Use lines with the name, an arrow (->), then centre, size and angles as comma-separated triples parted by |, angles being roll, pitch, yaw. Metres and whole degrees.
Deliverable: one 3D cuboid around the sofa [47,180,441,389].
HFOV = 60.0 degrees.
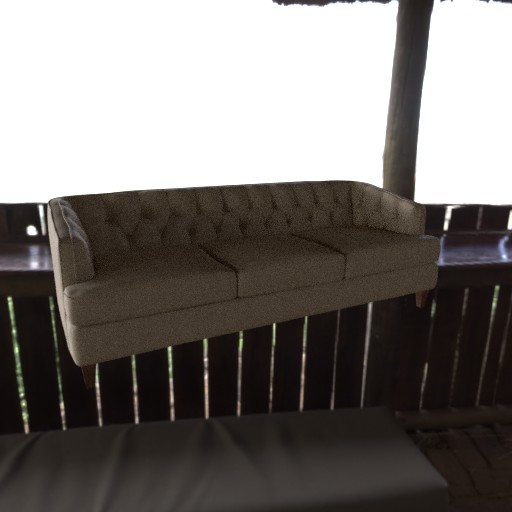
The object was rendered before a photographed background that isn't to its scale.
sofa -> 0.000, 0.000, 2.706 | 2.235, 0.788, 0.913 | -8, 17, -27
